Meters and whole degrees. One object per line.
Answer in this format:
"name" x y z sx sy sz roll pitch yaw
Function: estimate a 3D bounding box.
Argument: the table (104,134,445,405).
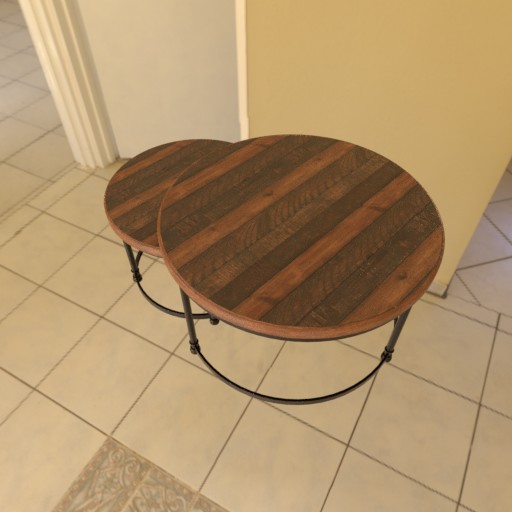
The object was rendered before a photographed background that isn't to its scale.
"table" 0.000 0.000 1.588 1.152 0.516 0.870 15 49 13
